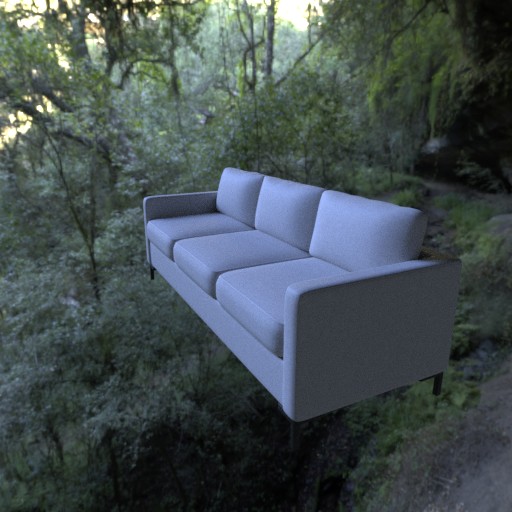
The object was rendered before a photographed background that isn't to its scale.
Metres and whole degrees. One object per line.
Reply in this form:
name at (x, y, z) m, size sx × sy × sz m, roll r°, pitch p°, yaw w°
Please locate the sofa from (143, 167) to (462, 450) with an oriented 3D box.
sofa at (0.000, 0.000, 2.691) m, size 0.859 × 0.874 × 2.218 m, roll -9°, pitch 19°, yaw -26°
